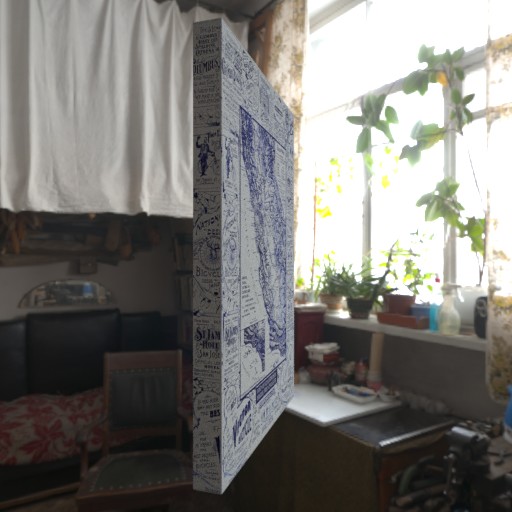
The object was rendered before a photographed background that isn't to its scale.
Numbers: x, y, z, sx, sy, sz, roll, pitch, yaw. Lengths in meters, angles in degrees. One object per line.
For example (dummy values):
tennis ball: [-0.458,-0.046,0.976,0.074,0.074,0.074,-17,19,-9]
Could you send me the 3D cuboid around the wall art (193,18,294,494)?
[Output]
wall art: [0.000,0.000,0.474,0.025,0.376,0.255,0,0,18]
